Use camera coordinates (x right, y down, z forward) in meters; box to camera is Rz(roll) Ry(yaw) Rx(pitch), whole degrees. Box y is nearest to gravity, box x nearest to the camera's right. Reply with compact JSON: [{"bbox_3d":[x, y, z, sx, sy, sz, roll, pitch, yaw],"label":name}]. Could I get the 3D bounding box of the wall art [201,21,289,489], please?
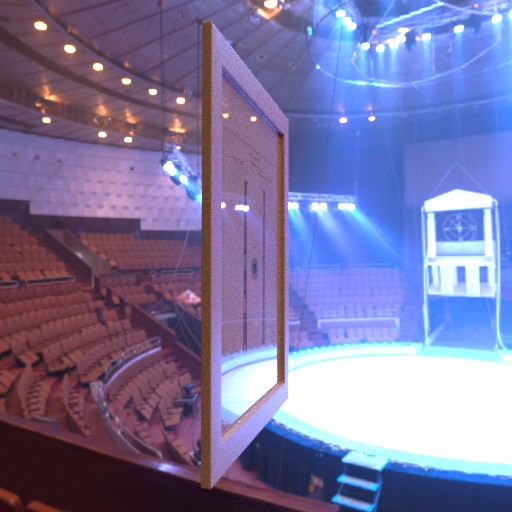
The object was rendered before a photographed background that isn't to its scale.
[{"bbox_3d":[0.000,0.000,0.612,0.011,0.482,0.329,0,-1,18],"label":"wall art"}]
